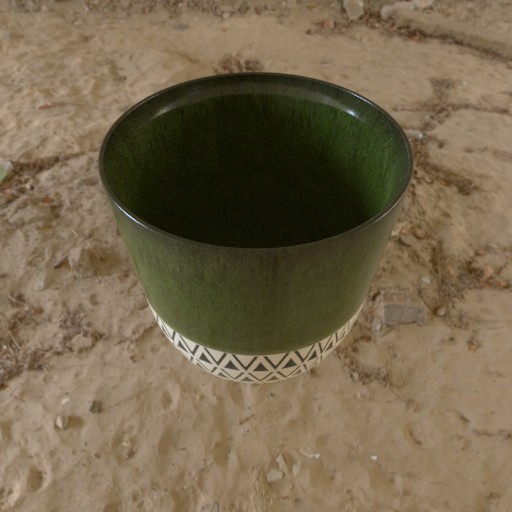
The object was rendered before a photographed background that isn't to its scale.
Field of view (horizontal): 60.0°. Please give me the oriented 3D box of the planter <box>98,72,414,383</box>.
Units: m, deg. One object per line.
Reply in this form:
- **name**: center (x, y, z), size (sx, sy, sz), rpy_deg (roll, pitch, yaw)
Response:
- **planter**: center (0.000, 0.000, 0.451), size (0.245, 0.270, 0.245), rpy_deg (0, 47, 0)
